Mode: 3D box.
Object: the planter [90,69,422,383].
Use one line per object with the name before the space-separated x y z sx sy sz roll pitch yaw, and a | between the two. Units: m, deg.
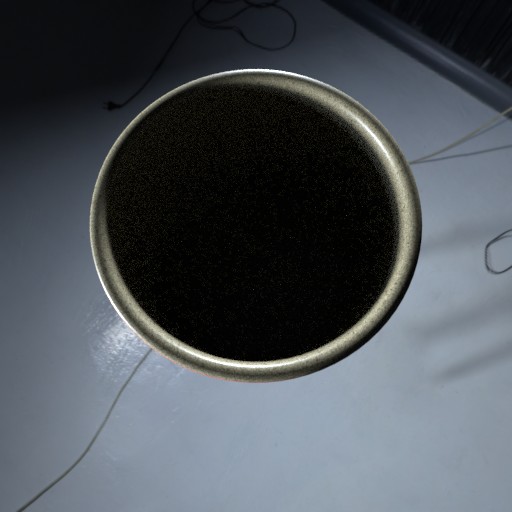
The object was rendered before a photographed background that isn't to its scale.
planter | 0.000 0.000 0.349 0.191 0.200 0.191 0 75 0
